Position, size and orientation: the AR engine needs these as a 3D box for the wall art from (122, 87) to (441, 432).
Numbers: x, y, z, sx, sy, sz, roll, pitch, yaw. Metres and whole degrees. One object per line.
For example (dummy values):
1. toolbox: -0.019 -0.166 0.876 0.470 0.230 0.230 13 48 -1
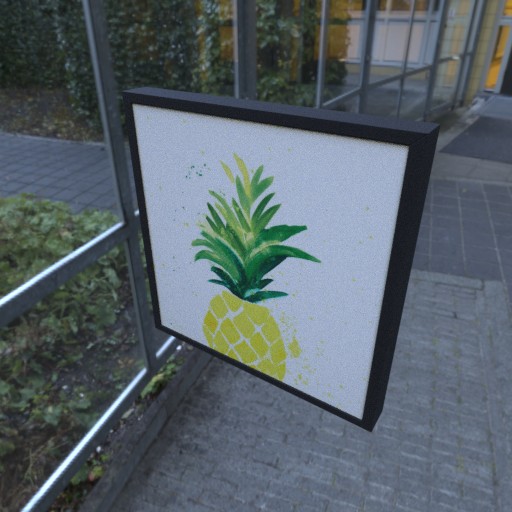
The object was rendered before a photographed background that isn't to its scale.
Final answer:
1. wall art: 0.000 0.000 0.463 0.305 0.304 0.033 18 34 29
